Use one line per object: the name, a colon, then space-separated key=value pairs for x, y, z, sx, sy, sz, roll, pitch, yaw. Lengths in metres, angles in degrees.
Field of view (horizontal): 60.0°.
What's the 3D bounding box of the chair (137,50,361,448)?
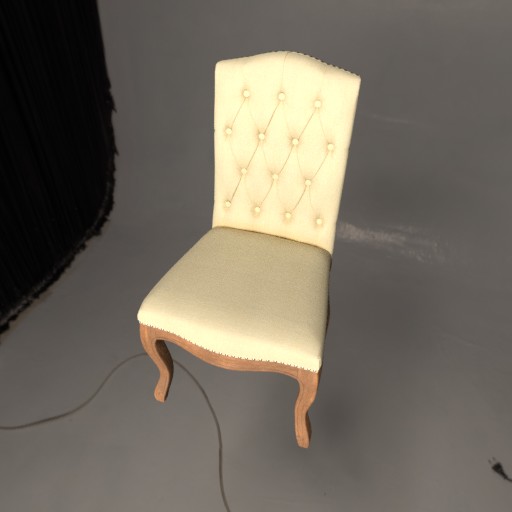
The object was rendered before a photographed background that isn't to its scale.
chair: x=0.000 y=0.000 z=1.540 sx=0.623 sy=1.165 sz=0.715 roll=13 pitch=43 yaw=14
